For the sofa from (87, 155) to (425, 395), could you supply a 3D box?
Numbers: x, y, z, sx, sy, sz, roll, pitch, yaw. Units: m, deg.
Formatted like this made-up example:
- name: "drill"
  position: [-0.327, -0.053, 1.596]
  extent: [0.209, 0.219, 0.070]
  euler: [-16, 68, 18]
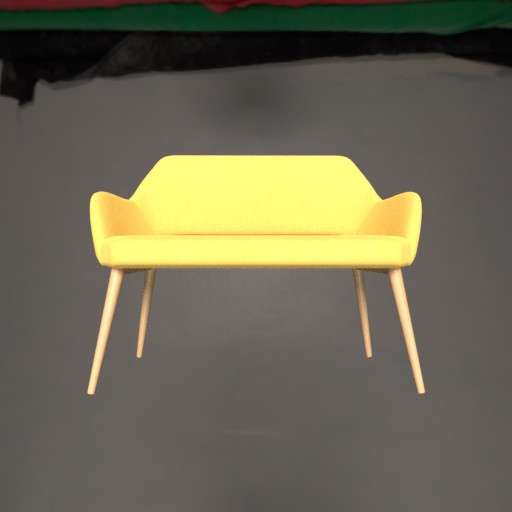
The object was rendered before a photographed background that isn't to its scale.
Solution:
- name: "sofa"
  position: [0.000, 0.000, 1.628]
  extent: [1.150, 0.840, 0.610]
  euler: [0, 2, 0]
